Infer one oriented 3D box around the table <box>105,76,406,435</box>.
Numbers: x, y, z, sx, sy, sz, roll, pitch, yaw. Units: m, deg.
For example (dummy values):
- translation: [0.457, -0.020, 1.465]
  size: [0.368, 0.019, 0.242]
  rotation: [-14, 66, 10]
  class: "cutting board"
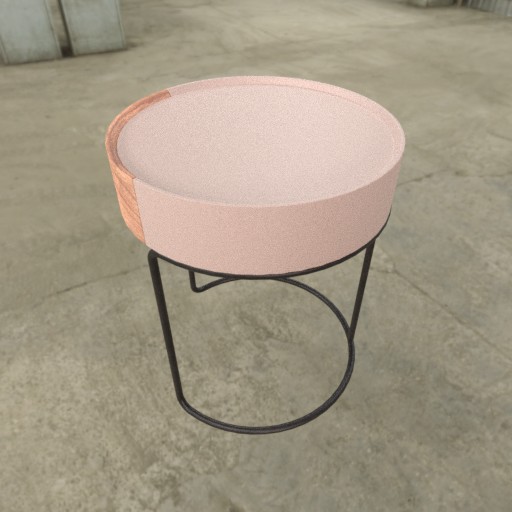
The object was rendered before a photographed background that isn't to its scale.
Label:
- translation: [0.000, 0.000, 0.854]
  size: [0.450, 0.530, 0.450]
  rotation: [0, 40, 0]
  class: "table"
